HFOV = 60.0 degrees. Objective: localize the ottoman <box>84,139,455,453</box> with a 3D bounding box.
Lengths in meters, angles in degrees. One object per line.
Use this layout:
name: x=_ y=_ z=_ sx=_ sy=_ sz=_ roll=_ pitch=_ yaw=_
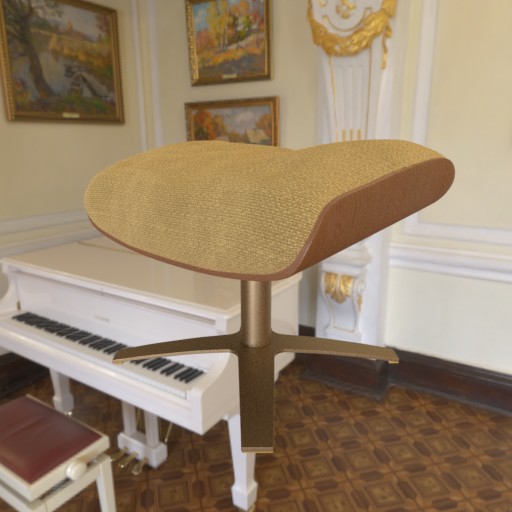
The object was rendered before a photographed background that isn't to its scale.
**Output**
ottoman: x=0.000 y=0.000 z=0.771 sx=0.520 sy=0.391 sz=0.394 roll=14 pitch=20 yaw=43
